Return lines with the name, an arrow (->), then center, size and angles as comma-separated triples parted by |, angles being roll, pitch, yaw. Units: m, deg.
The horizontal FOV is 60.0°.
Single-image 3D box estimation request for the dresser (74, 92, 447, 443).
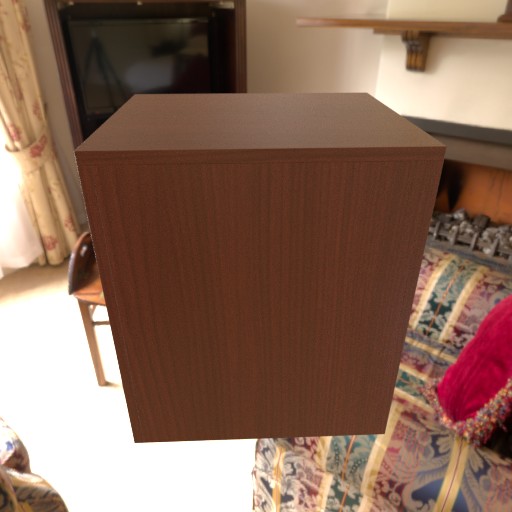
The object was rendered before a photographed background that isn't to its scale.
dresser -> 0.000, 0.000, 0.747 | 0.400, 0.470, 0.360 | -1, 30, -2
